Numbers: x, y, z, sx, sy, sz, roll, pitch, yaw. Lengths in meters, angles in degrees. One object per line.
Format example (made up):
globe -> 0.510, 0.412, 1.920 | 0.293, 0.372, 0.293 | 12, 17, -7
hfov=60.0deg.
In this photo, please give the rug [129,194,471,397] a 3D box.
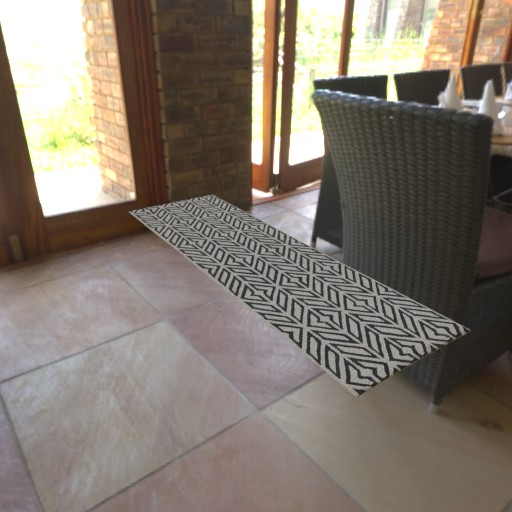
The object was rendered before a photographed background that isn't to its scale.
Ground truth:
rug -> 0.000, 0.000, 2.768 | 0.750, 0.009, 2.435 | -17, 31, -31
